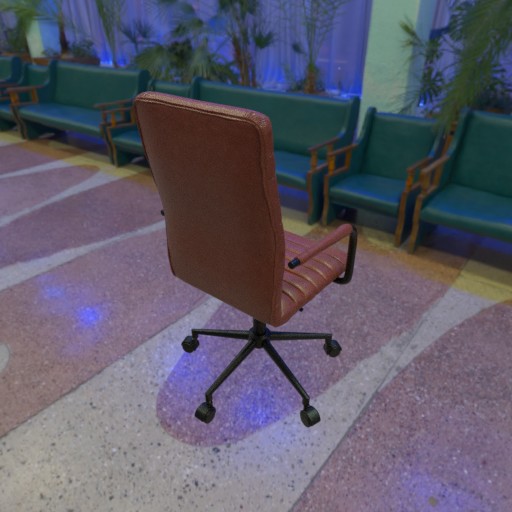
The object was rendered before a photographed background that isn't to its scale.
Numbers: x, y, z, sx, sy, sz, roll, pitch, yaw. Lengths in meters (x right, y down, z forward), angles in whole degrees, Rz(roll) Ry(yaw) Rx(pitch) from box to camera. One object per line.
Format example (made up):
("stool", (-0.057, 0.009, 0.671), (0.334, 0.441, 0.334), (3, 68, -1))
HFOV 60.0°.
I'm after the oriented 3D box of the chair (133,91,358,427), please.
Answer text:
("chair", (0.000, 0.000, 1.352), (0.608, 0.979, 0.580), (23, 38, 33))
